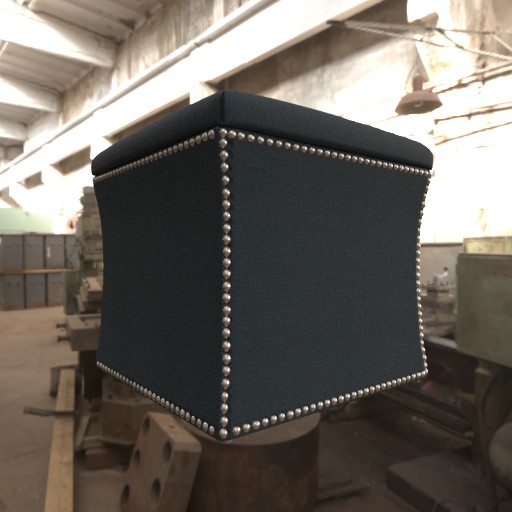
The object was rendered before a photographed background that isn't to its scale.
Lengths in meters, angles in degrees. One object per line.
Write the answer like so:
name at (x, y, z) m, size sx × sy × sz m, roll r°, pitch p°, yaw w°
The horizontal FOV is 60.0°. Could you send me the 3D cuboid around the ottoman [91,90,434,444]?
ottoman at (0.000, 0.000, 0.873) m, size 0.507 × 0.475 × 0.497 m, roll 0°, pitch 0°, yaw -38°
